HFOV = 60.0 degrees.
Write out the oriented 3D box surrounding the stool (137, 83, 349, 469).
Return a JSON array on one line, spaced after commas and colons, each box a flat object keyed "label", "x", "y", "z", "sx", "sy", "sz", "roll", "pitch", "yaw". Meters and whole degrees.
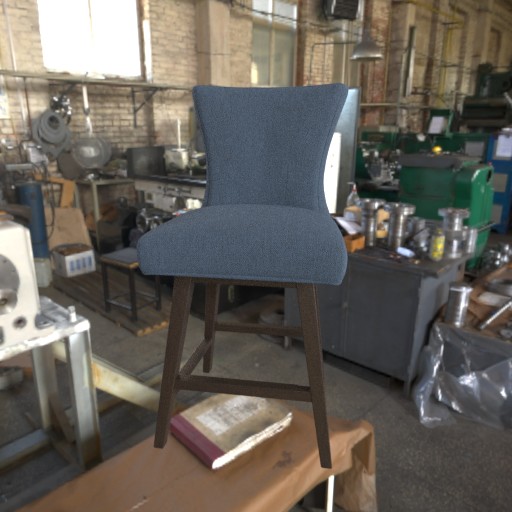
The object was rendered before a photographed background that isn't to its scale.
[{"label": "stool", "x": 0.000, "y": 0.000, "z": 1.327, "sx": 0.514, "sy": 1.000, "sz": 0.574, "roll": 3, "pitch": 16, "yaw": 9}]
